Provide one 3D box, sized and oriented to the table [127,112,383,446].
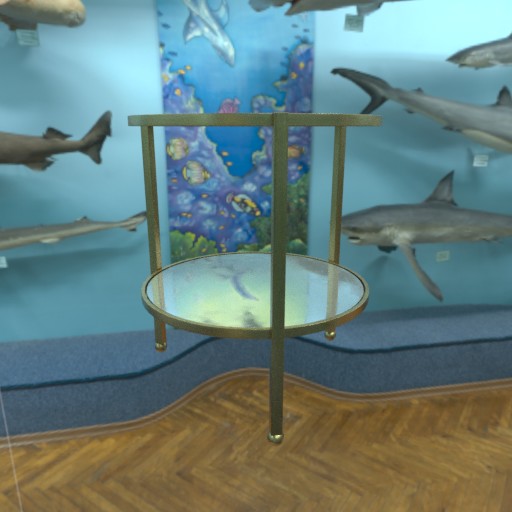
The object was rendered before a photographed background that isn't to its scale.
[{"bbox_3d":[0.000,0.000,0.449,0.231,0.269,0.243,-2,16,-8],"label":"table"}]
